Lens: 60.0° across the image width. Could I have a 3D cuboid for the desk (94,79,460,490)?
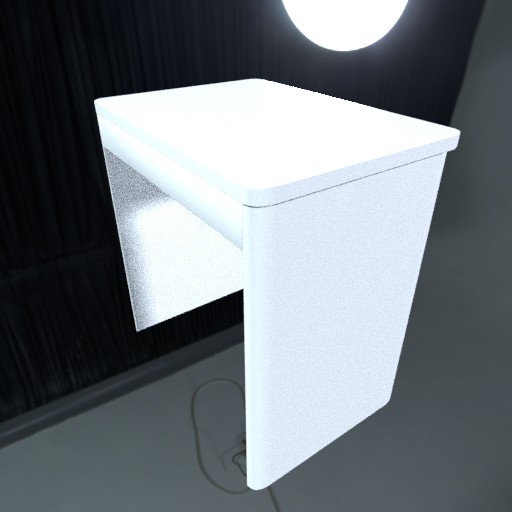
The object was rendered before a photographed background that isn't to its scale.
[{"bbox_3d":[0.000,0.000,1.269,0.549,0.800,0.762,-20,37,-29],"label":"desk"}]
